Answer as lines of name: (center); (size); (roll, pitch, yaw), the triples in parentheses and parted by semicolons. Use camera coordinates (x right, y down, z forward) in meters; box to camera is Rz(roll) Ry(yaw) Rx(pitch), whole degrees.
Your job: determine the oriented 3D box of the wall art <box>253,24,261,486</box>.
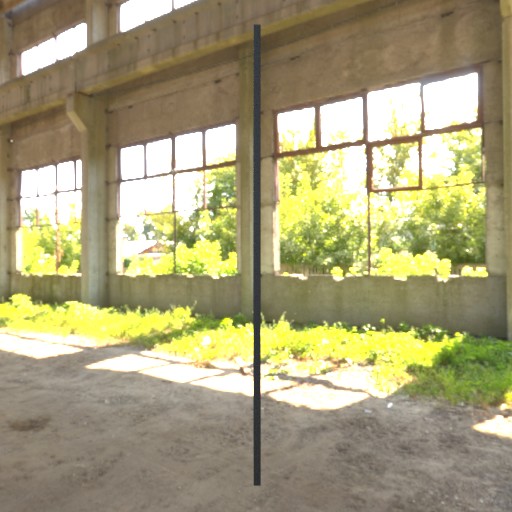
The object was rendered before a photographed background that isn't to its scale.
wall art: (0.000, 0.000, 0.698); (0.008, 0.530, 0.379); (0, -1, 0)
